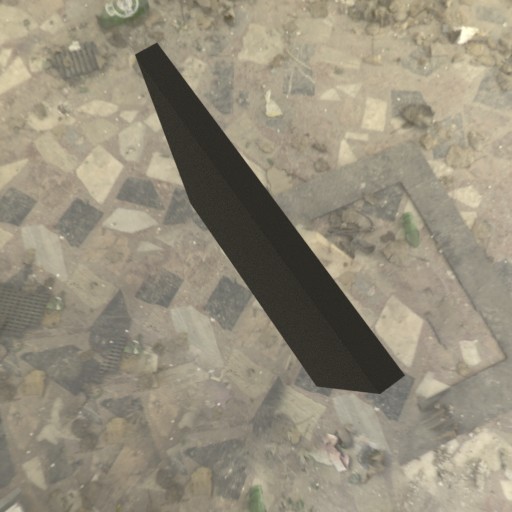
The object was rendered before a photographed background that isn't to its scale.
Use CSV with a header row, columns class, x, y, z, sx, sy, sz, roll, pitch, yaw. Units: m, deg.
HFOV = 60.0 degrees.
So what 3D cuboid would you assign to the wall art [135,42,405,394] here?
class,x,y,z,sx,sy,sz,roll,pitch,yaw
wall art,0.000,0.000,0.693,0.030,0.458,0.462,-33,77,-9
